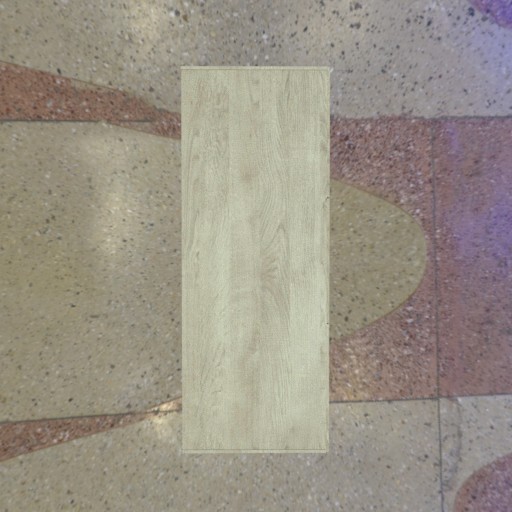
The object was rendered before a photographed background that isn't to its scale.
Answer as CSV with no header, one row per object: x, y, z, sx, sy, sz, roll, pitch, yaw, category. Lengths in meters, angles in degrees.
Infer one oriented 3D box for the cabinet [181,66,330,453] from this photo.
0.000,0.000,2.433,0.510,1.910,1.290,0,91,0,cabinet
